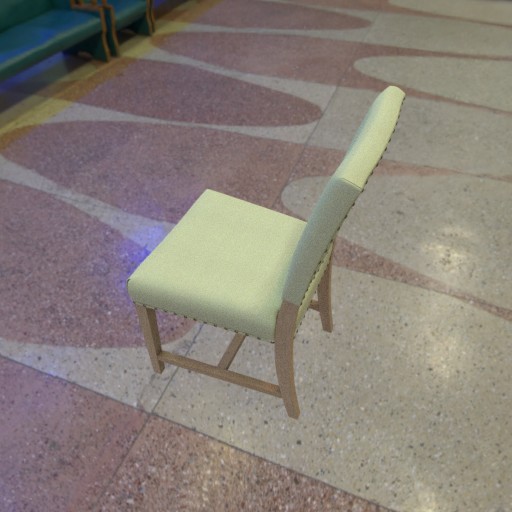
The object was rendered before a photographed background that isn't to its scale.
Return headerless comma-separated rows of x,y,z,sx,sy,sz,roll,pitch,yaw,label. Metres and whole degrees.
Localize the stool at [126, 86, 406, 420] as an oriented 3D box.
0.000,0.000,1.356,0.623,0.986,0.508,17,47,17,stool
